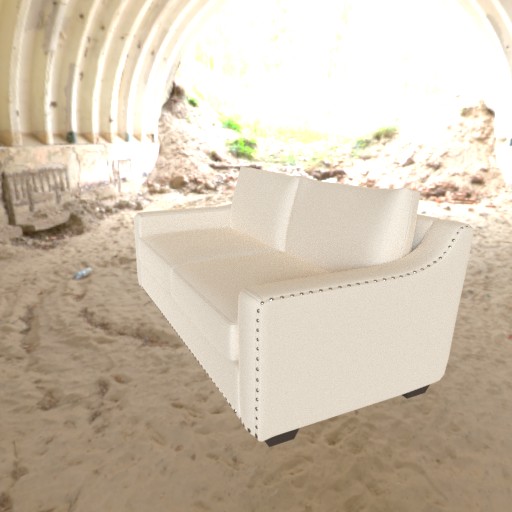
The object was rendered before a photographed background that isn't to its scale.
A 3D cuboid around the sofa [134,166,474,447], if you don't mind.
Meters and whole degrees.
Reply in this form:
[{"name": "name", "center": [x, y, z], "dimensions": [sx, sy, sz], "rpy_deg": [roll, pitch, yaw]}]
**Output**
[{"name": "sofa", "center": [0.000, 0.000, 2.317], "dimensions": [0.949, 0.830, 1.812], "rpy_deg": [-7, 16, -25]}]
